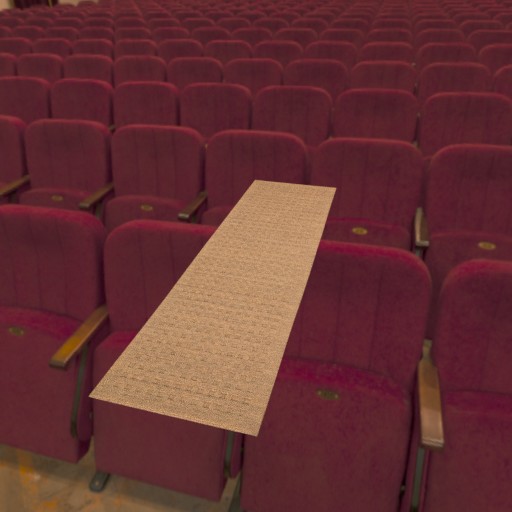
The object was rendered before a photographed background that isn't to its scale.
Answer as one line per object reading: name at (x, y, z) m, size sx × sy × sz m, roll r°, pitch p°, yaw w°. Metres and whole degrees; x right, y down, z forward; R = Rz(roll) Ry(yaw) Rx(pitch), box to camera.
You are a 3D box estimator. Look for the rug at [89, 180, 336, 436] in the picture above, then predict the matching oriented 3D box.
rug at (0.000, 0.000, 2.668) m, size 0.688 × 0.005 × 2.437 m, roll 8°, pitch 31°, yaw 13°
